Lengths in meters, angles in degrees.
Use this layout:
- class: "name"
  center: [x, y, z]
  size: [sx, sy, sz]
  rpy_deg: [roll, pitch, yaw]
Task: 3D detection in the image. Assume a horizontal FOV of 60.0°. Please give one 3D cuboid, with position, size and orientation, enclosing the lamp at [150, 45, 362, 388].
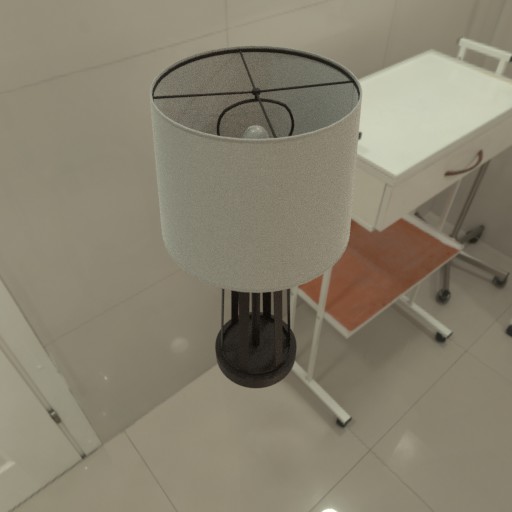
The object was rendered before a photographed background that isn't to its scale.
- class: "lamp"
  center: [0.000, 0.000, 0.645]
  size: [0.251, 0.509, 0.251]
  rpy_deg: [0, 45, 0]
